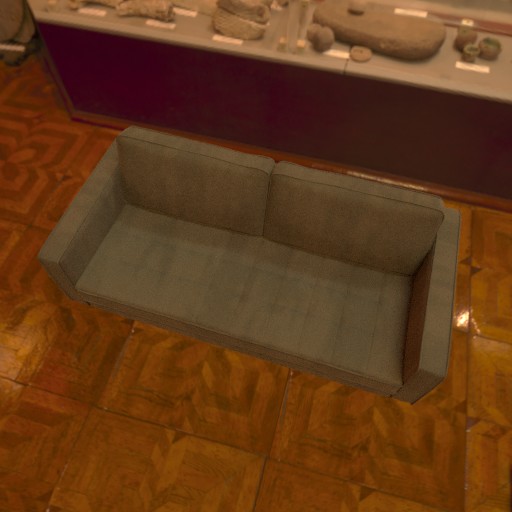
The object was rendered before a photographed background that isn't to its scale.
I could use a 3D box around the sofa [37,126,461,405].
[{"bbox_3d":[0.000,0.000,2.326,1.920,0.825,0.924,15,59,9],"label":"sofa"}]
